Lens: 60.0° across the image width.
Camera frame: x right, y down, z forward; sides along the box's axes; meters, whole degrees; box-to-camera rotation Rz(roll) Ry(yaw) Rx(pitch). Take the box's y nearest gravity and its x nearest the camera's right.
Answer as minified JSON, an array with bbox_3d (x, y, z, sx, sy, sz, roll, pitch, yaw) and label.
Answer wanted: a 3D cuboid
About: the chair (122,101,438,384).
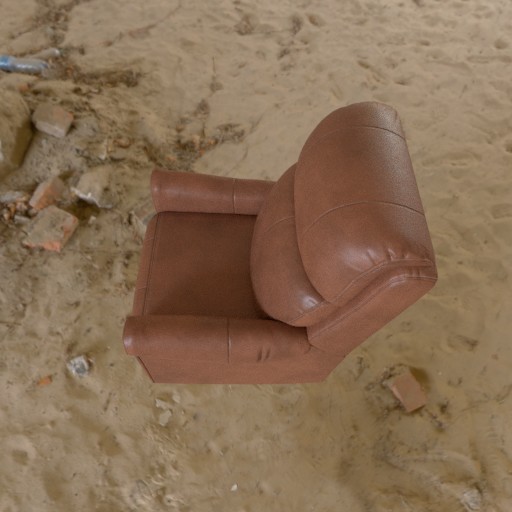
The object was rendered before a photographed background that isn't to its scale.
[{"bbox_3d":[0.000,0.000,1.778,1.014,1.054,0.838,0,57,0],"label":"chair"}]
